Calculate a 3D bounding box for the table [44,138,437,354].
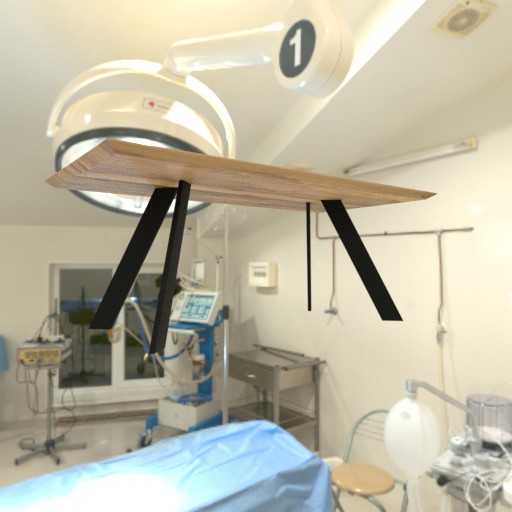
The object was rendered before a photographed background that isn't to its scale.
[{"bbox_3d":[0.000,0.000,2.492,2.000,0.770,1.000,1,-1,-37],"label":"table"}]
